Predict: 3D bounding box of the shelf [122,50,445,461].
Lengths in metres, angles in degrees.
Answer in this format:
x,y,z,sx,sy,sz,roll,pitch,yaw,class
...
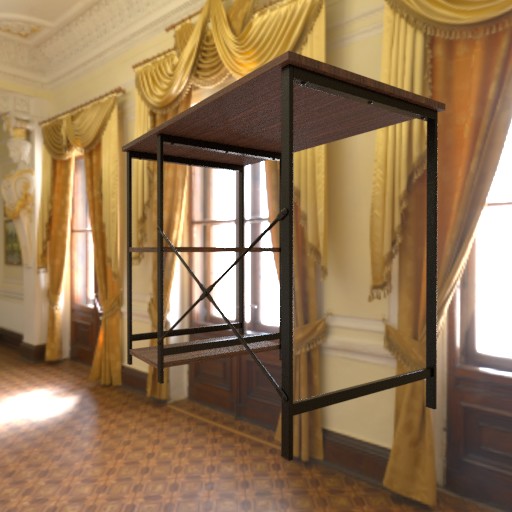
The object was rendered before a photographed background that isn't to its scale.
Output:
x,y,z,sx,sy,sz,roll,pitch,yaw,class
0.000,0.000,1.312,0.498,0.750,0.902,0,1,-35,shelf
